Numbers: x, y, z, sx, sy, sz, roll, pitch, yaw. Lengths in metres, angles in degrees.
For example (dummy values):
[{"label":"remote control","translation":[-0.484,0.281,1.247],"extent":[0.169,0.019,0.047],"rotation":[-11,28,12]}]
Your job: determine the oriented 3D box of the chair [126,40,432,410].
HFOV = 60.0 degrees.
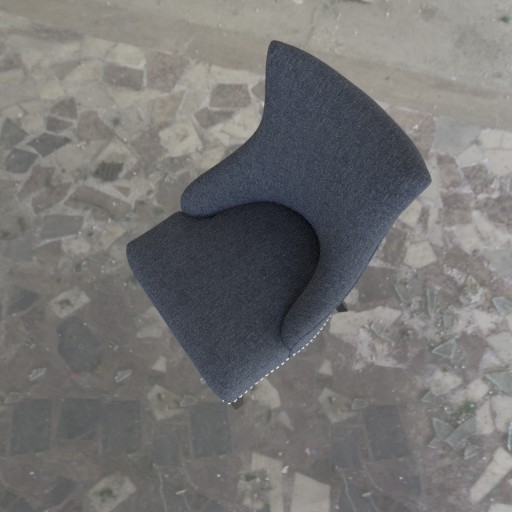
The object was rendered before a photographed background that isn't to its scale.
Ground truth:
[{"label":"chair","translation":[0.000,0.000,1.287],"extent":[0.629,0.909,0.566],"rotation":[-33,68,-16]}]
